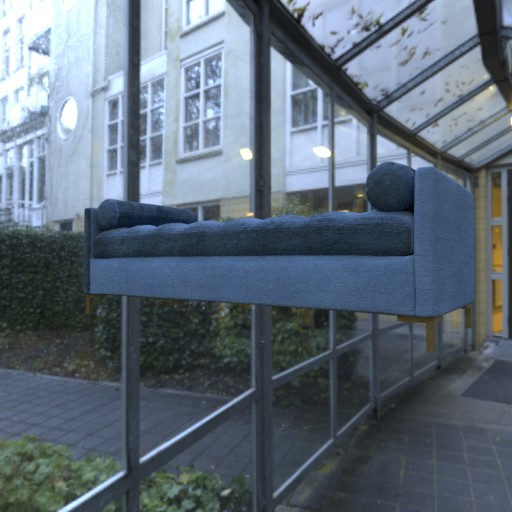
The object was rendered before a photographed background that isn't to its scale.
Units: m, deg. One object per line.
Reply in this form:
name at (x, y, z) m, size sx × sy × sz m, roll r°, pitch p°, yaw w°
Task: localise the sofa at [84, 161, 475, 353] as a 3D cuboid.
sofa at (0.000, 0.000, 2.450) m, size 2.102 × 0.705 × 0.796 m, roll -1°, pitch -1°, yaw 36°
